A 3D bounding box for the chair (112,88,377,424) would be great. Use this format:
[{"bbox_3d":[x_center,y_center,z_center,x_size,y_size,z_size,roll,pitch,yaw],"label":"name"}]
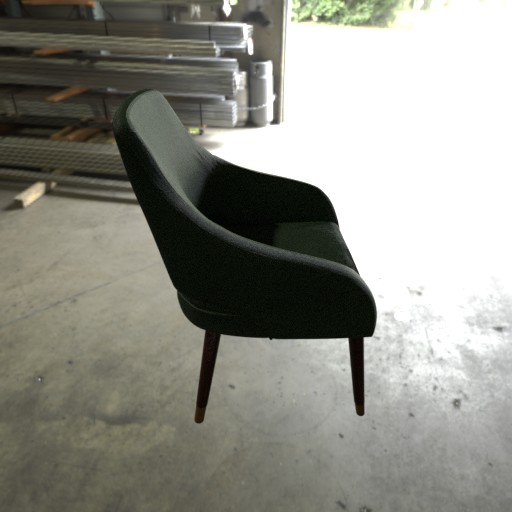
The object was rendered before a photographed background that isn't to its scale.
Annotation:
[{"bbox_3d":[0.000,0.000,1.585,0.794,1.081,0.683,-1,32,-2],"label":"chair"}]
